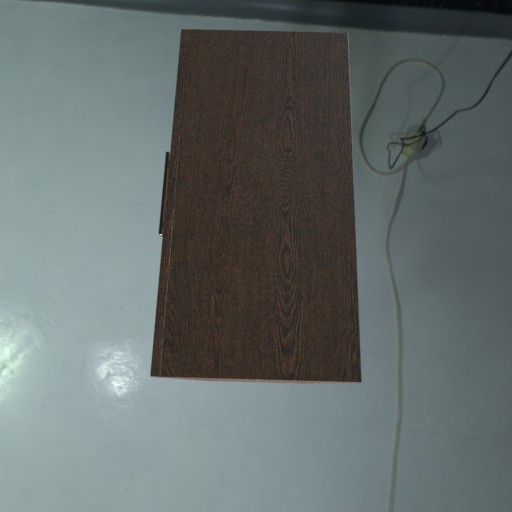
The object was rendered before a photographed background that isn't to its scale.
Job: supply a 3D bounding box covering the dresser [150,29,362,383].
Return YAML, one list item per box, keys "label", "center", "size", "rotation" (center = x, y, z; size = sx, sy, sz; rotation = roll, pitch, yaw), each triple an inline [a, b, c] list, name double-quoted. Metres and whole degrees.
- label: "dresser"
  center: [0.000, 0.000, 1.771]
  size: [0.508, 1.321, 0.965]
  rotation: [1, 74, 0]
